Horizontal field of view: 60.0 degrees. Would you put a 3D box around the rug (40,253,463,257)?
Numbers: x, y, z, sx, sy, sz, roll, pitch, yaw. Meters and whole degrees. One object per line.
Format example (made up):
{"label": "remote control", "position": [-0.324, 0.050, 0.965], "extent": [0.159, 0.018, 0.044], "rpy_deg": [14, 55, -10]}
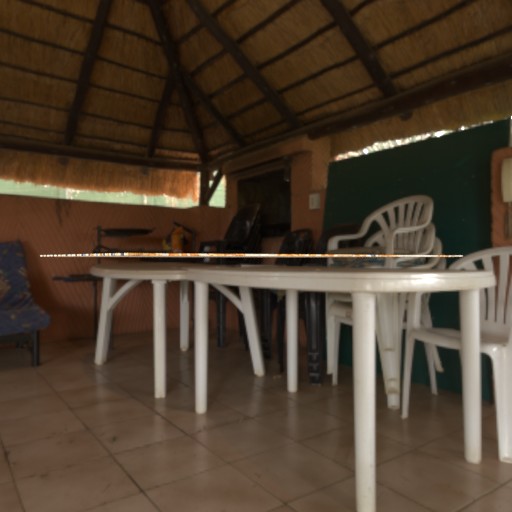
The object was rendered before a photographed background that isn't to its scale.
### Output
{"label": "rug", "position": [0.000, 0.000, 2.298], "extent": [1.827, 0.008, 1.230], "rpy_deg": [0, 0, -37]}
